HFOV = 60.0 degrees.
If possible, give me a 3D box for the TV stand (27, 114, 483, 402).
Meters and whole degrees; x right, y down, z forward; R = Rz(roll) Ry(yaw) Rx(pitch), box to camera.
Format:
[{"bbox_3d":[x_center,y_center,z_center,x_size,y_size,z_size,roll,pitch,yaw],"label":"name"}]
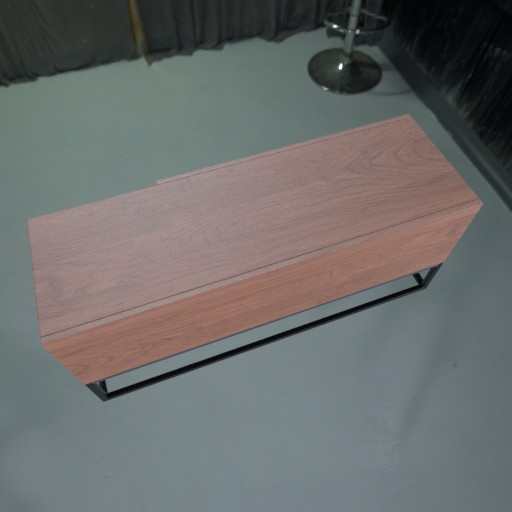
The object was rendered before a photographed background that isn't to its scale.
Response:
[{"bbox_3d":[0.000,0.000,1.439,1.200,0.500,0.415,-17,59,-11],"label":"TV stand"}]
